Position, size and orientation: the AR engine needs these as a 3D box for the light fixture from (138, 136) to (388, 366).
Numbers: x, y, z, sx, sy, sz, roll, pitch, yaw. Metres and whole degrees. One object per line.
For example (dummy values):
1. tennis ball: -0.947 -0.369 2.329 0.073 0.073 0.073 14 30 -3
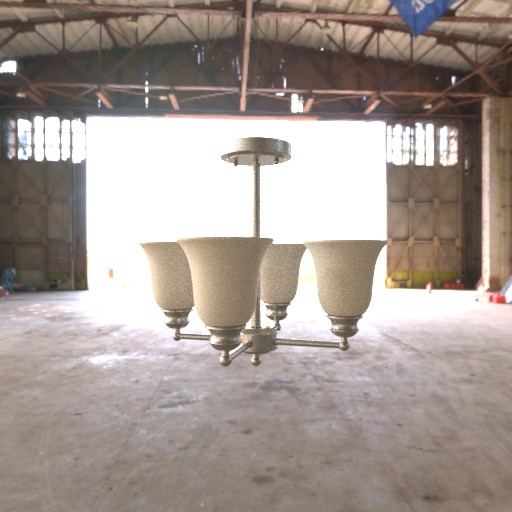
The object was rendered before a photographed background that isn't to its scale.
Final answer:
1. light fixture: 0.000 0.000 0.746 0.427 0.370 0.427 0 0 16
